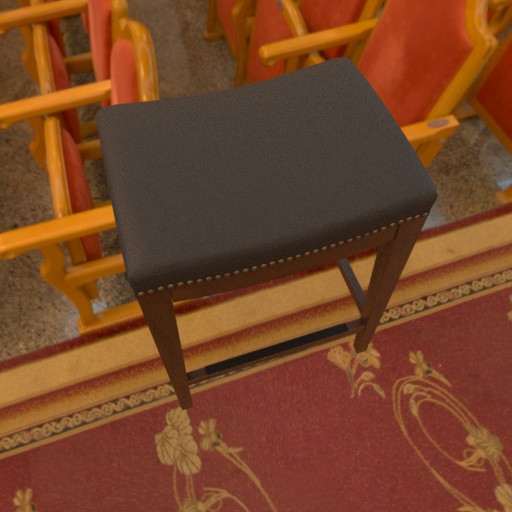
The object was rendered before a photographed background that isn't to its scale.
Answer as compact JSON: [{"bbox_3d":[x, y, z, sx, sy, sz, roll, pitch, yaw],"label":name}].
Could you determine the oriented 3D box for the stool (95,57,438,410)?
[{"bbox_3d":[0.000,0.000,0.919,0.490,0.664,0.353,-15,61,-9],"label":"stool"}]
